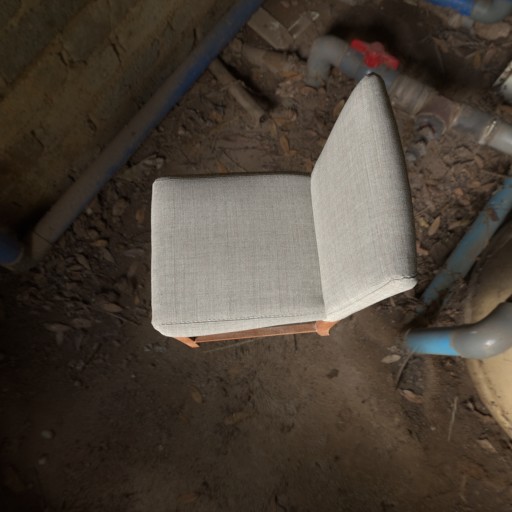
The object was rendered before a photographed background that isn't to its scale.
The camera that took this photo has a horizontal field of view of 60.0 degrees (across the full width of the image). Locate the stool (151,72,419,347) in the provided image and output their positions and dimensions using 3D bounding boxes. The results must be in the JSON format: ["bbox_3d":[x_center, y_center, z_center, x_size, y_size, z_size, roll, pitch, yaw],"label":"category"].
[{"bbox_3d":[0.000,0.000,1.304,0.567,1.039,0.454,-4,75,-1],"label":"stool"}]
